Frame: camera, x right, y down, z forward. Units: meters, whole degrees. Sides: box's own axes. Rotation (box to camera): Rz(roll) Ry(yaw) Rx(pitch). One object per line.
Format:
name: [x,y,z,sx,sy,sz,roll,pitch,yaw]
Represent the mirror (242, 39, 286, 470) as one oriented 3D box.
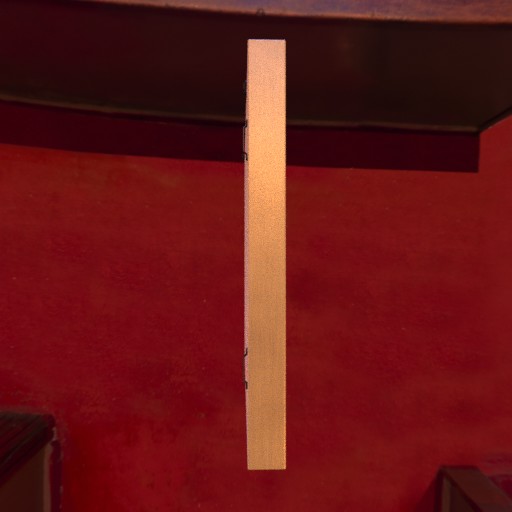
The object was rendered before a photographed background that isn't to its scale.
mirror: [0.000,0.000,0.672,0.041,0.509,0.406,0,90,-2]
